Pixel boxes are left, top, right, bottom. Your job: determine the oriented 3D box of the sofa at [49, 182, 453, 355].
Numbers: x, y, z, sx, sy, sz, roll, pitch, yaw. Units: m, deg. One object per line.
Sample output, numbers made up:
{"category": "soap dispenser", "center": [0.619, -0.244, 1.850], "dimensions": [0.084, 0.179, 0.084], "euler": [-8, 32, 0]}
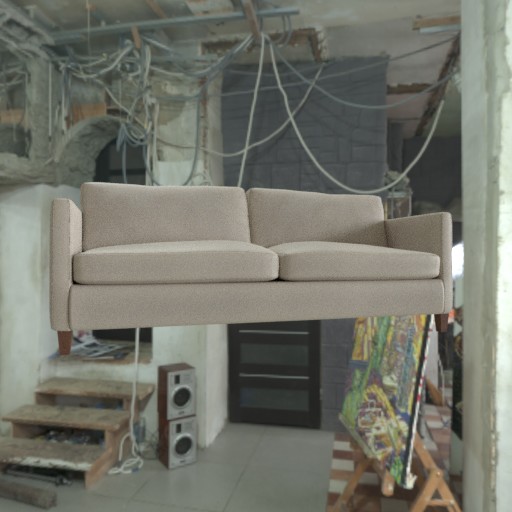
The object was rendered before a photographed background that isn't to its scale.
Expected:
{"category": "sofa", "center": [0.000, 0.000, 2.891], "dimensions": [2.361, 0.968, 0.951], "euler": [0, 0, -17]}
